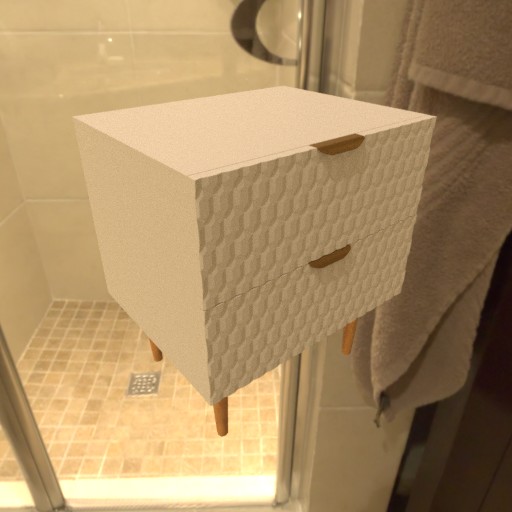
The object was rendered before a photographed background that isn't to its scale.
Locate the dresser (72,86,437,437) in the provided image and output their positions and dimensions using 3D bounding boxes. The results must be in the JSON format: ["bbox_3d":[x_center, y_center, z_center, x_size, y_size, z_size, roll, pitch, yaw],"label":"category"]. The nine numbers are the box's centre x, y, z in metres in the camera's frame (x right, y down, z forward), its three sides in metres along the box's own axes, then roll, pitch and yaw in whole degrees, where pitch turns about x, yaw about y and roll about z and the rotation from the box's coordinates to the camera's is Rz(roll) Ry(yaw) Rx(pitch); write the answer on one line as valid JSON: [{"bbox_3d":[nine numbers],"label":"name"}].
[{"bbox_3d":[0.000,0.000,0.925,0.503,0.568,0.414,-22,37,-33],"label":"dresser"}]
